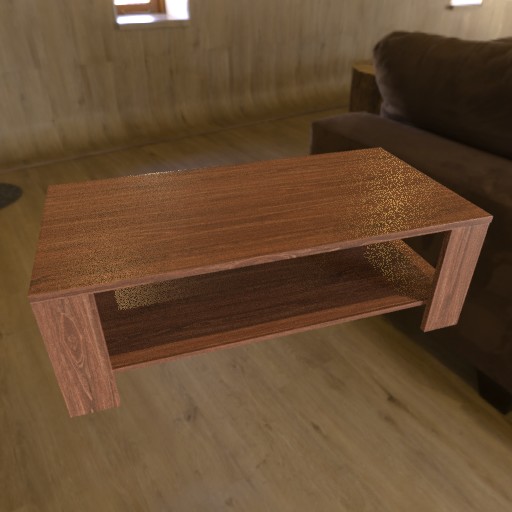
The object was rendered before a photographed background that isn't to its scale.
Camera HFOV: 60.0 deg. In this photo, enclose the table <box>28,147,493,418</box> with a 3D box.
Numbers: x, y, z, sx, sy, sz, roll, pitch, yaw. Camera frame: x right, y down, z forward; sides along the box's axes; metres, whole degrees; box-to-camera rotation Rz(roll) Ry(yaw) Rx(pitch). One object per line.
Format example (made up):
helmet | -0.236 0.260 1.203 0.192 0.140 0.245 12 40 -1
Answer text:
table | 0.000 0.000 1.435 1.200 0.400 0.600 -10 34 -15
